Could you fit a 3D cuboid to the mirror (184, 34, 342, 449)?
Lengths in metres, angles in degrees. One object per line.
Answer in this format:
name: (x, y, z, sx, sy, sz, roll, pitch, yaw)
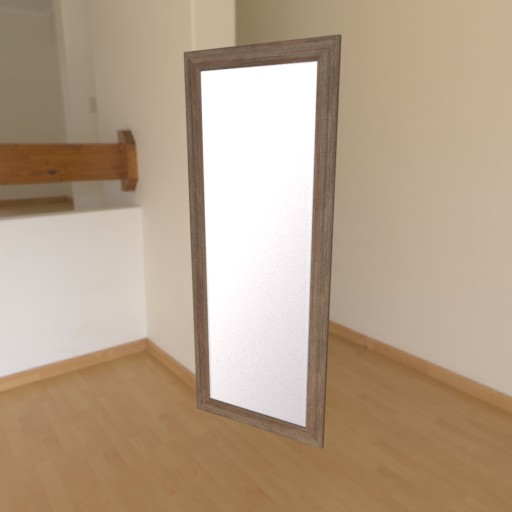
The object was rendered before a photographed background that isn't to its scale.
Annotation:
mirror: (0.000, 0.000, 2.314, 0.812, 2.032, 0.025, 7, 16, 27)
